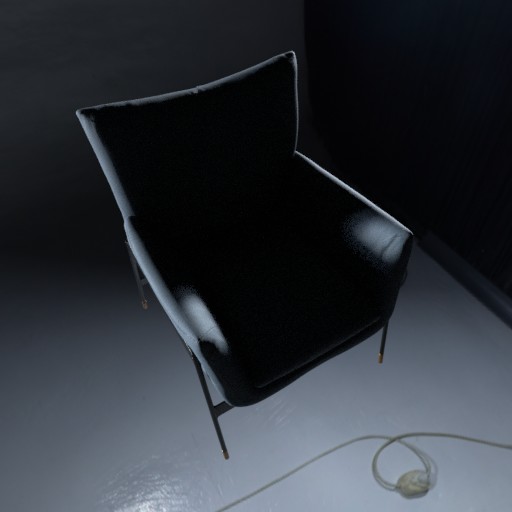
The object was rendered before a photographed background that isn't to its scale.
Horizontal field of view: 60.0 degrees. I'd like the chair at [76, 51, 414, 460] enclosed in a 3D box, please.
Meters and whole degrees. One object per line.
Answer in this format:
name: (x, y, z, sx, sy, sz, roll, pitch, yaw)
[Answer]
chair: (0.000, 0.000, 1.361, 0.678, 0.858, 0.709, -24, 52, -20)
